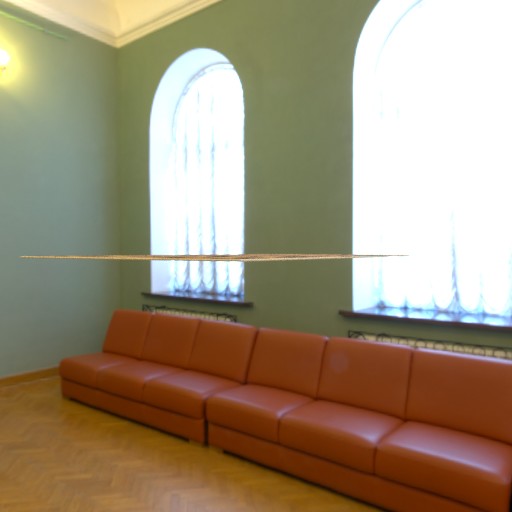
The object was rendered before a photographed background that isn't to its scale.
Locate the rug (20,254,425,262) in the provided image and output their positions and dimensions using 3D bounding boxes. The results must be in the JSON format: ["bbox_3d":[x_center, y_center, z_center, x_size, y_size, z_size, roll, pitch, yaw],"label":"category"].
[{"bbox_3d":[0.000,0.000,2.856,1.522,0.008,2.284,0,1,36],"label":"rug"}]
